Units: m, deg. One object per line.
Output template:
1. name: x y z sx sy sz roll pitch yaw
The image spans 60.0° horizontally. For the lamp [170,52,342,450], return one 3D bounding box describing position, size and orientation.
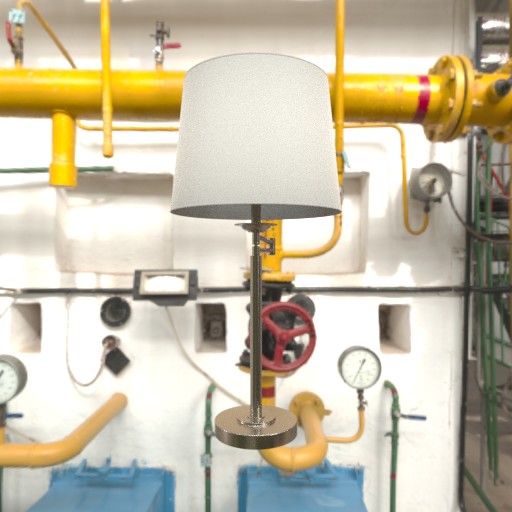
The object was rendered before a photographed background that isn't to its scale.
1. lamp: 0.000 0.000 0.875 0.333 0.696 0.333 0 0 0
